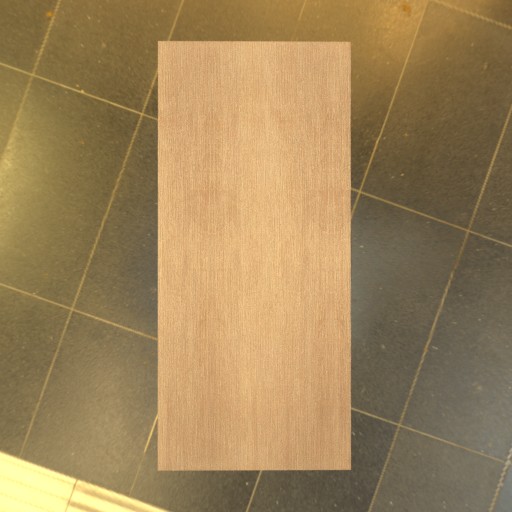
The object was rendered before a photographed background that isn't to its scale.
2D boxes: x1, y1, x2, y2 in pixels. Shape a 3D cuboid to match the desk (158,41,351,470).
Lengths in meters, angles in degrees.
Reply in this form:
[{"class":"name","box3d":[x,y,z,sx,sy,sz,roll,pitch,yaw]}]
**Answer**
[{"class":"desk","box3d":[0.000,0.000,1.431,0.470,0.762,1.016,0,90,0]}]
